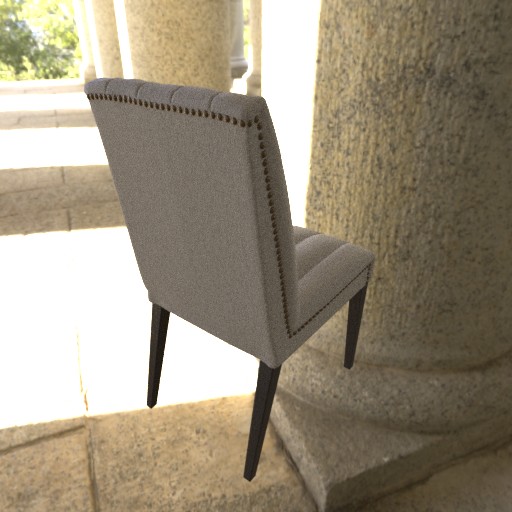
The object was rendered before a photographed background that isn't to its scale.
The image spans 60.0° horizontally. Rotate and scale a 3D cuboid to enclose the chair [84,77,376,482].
[{"bbox_3d":[0.000,0.000,1.307,0.511,1.016,0.647,21,35,33],"label":"chair"}]
